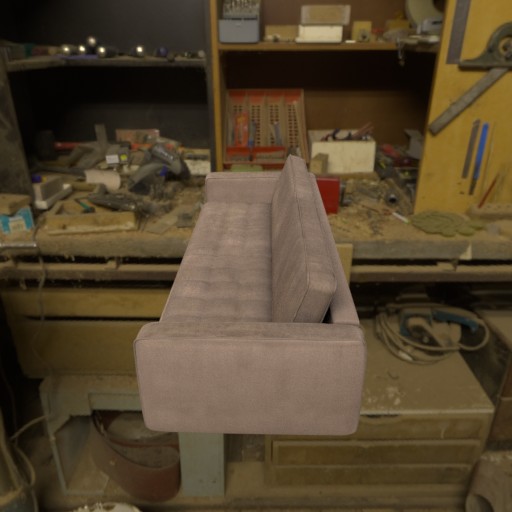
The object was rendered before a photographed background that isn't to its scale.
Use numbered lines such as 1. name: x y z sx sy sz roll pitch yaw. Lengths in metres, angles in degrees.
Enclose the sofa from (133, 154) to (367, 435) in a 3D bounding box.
1. sofa: 0.000 0.000 2.757 0.923 0.813 2.295 1 27 1
